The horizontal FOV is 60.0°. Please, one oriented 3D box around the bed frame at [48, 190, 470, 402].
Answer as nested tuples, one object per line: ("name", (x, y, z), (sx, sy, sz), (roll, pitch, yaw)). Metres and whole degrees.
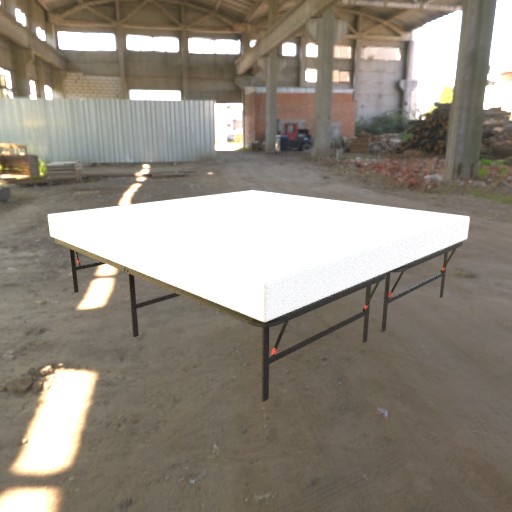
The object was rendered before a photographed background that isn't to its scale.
("bed frame", (0.000, 0.000, 3.008), (1.930, 0.559, 2.032), (-15, 21, -43))
